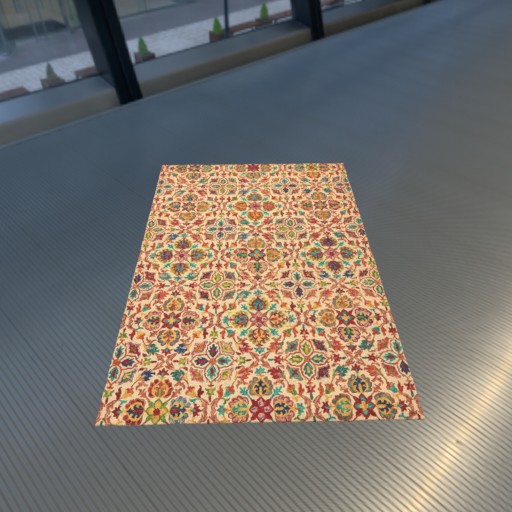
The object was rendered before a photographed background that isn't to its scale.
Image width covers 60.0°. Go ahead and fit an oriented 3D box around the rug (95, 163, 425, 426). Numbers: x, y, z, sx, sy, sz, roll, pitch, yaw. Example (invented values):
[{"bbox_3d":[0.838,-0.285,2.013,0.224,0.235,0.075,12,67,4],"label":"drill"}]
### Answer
[{"bbox_3d":[0.000,0.000,2.320,1.226,0.013,1.838,-1,42,-1],"label":"rug"}]
